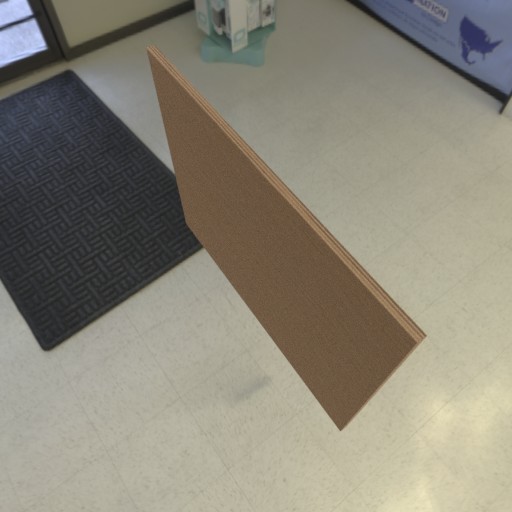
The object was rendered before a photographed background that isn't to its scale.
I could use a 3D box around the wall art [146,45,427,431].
[{"bbox_3d":[0.000,0.000,0.665,0.013,0.406,0.508,-30,63,-17],"label":"wall art"}]
